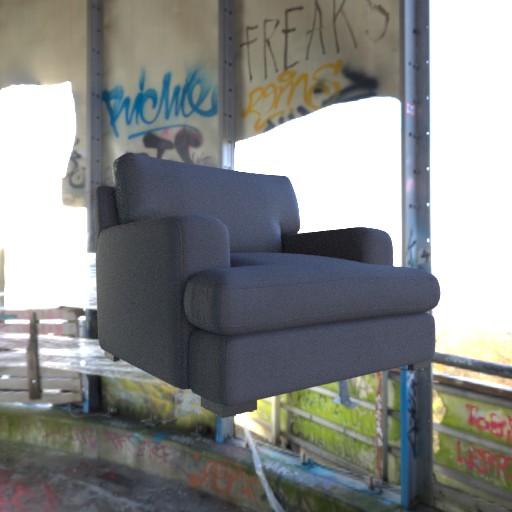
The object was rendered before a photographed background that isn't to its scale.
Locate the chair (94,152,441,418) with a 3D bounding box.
[{"bbox_3d":[0.000,0.000,1.978,1.168,0.940,1.143,0,-1,-36],"label":"chair"}]
